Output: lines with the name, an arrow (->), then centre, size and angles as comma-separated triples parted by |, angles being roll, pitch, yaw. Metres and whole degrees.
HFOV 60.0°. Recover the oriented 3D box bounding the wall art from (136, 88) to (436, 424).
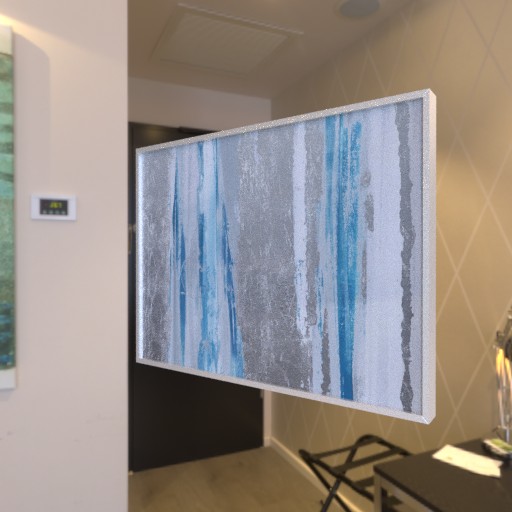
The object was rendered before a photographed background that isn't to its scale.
wall art -> 0.000, 0.000, 1.388 | 1.056, 0.801, 0.066 | 0, 0, 35
